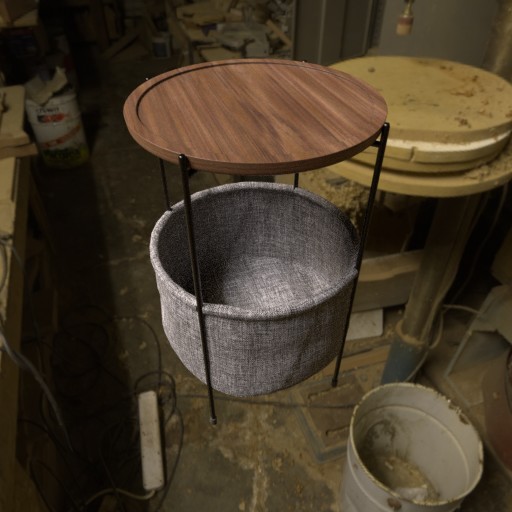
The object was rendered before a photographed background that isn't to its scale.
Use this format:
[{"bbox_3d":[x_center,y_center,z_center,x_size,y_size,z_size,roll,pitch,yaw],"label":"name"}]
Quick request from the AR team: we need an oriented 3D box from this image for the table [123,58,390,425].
[{"bbox_3d":[0.000,0.000,0.866,0.400,0.623,0.400,-12,42,-14],"label":"table"}]
